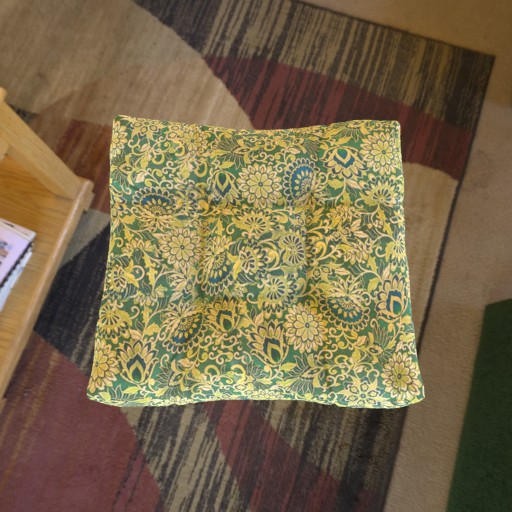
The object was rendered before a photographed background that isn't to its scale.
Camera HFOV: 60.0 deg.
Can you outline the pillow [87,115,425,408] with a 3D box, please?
[{"bbox_3d":[0.000,0.000,0.721,0.490,0.128,0.468,0,77,0],"label":"pillow"}]
